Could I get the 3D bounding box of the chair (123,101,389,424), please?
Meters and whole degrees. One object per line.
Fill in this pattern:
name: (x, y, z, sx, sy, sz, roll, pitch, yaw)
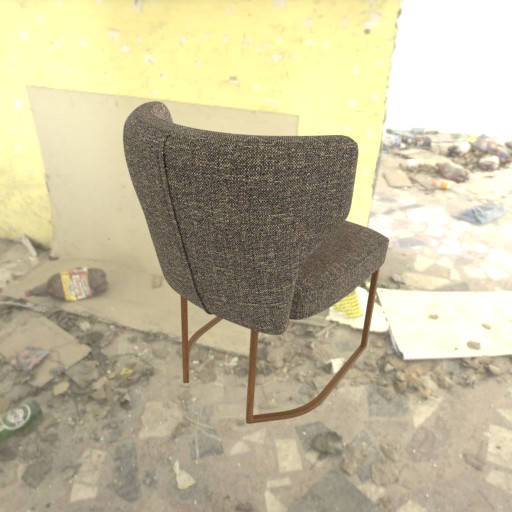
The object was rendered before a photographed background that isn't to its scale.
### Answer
chair: (0.000, 0.000, 1.260, 0.611, 0.824, 0.617, 21, 36, 32)
